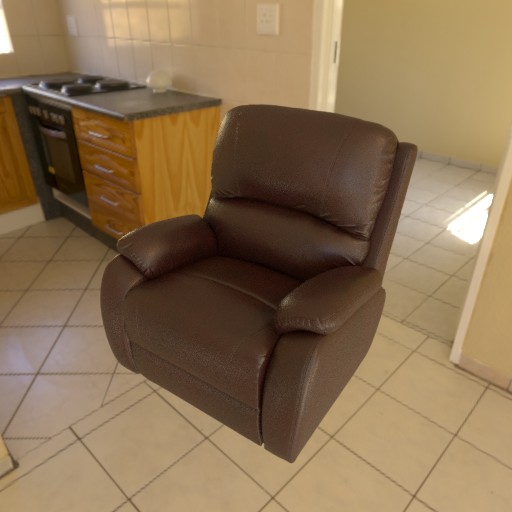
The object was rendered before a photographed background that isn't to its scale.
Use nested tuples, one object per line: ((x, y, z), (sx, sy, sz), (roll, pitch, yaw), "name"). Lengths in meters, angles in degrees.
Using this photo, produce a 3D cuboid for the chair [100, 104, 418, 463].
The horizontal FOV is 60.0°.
((0.000, 0.000, 1.729), (0.930, 1.011, 0.899), (18, 34, 29), "chair")
